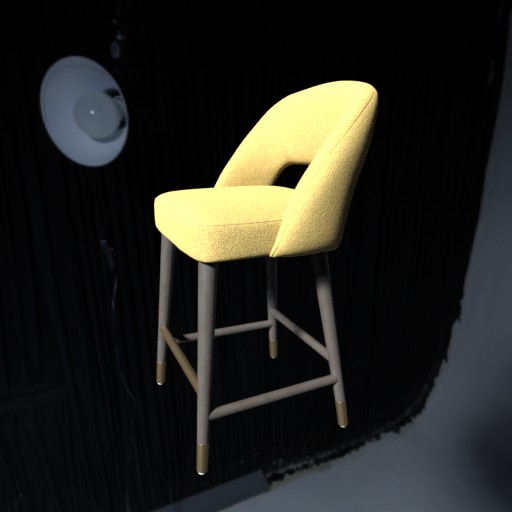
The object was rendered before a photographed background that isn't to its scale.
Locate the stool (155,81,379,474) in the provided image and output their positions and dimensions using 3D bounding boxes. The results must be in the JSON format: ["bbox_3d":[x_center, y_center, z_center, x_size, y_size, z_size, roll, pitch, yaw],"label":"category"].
[{"bbox_3d":[0.000,0.000,1.256,0.522,0.939,0.536,-7,18,-24],"label":"stool"}]
